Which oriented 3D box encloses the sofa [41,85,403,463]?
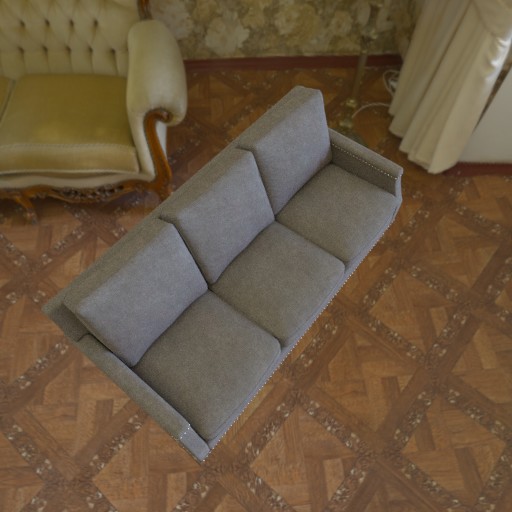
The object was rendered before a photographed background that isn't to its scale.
[{"bbox_3d":[0.000,0.000,2.827,1.034,1.042,2.226,35,65,19],"label":"sofa"}]
